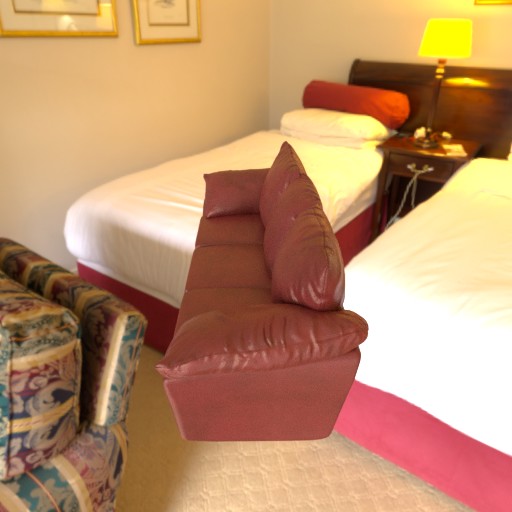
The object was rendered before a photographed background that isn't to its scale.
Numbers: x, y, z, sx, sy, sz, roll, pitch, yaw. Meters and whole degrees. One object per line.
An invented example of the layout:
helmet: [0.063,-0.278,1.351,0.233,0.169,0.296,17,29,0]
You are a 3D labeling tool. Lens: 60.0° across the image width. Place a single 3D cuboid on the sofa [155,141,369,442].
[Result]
sofa: [0.000,0.000,2.875,0.907,1.091,2.390,-1,28,-1]
